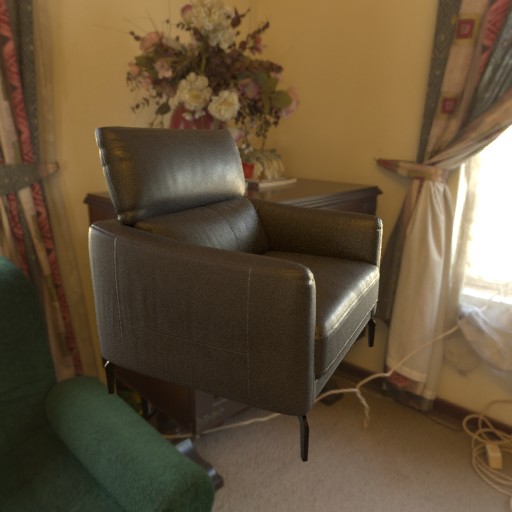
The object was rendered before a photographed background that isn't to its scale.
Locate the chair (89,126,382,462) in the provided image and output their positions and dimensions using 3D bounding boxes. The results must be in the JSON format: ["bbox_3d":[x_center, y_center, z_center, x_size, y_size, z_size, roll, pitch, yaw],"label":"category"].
[{"bbox_3d":[0.000,0.000,1.691,0.809,0.949,0.976,8,17,26],"label":"chair"}]
